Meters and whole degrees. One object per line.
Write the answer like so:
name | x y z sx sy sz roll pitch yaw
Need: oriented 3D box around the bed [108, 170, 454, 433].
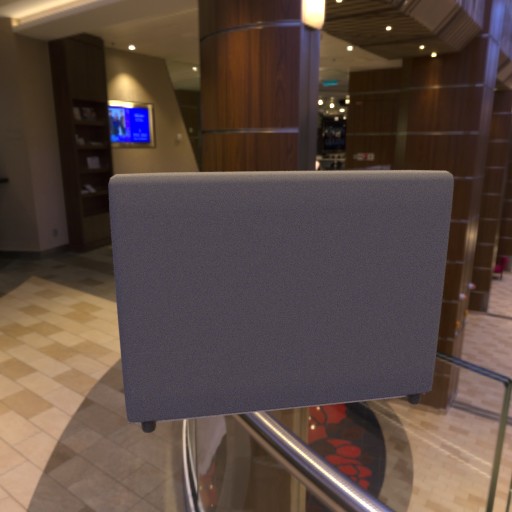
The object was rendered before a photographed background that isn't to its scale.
bed | 0.000 0.000 3.241 1.748 1.330 2.142 -2 14 -10
